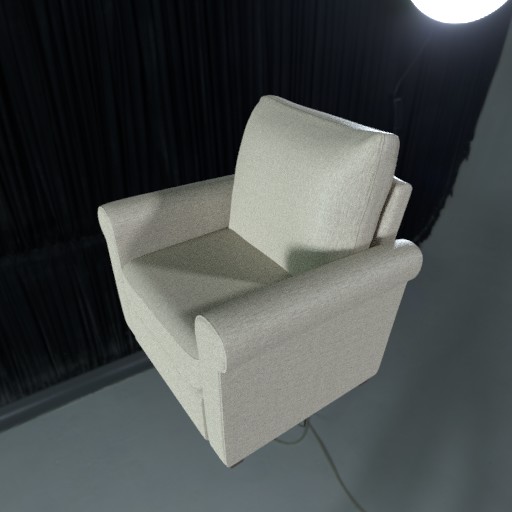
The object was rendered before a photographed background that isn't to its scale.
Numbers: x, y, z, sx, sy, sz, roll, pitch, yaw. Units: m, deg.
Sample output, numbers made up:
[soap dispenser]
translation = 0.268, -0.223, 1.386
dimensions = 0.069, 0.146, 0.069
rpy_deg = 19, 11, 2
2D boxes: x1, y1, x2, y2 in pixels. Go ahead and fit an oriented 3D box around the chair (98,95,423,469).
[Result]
[chair]
translation = 0.000, 0.000, 2.255
dimensions = 1.180, 1.349, 1.275
rpy_deg = -21, 38, -29
